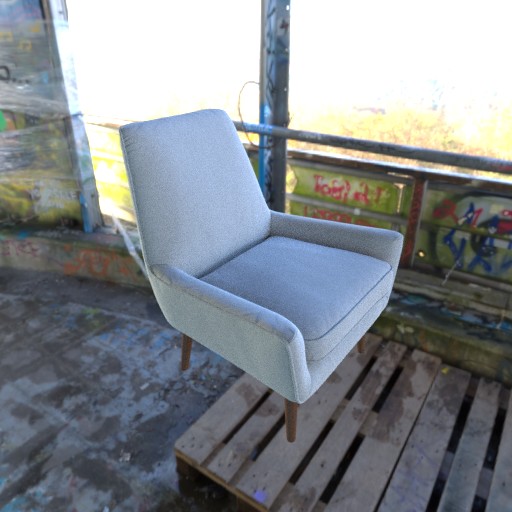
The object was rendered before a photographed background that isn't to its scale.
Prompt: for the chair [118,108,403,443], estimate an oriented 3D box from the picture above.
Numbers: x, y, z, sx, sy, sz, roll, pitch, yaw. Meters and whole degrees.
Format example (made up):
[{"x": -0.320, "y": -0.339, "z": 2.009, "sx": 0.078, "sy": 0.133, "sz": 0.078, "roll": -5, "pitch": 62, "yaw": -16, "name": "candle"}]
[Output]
[{"x": 0.000, "y": 0.000, "z": 1.550, "sx": 0.822, "sy": 0.888, "sz": 0.787, "roll": 18, "pitch": 32, "yaw": 32, "name": "chair"}]
